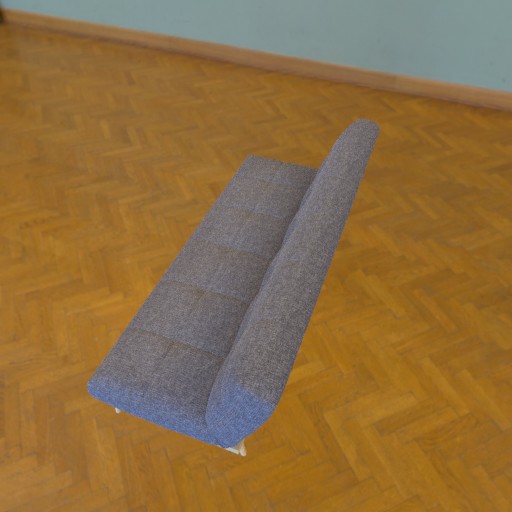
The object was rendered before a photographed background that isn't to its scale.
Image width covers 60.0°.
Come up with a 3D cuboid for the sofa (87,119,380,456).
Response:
[{"bbox_3d":[0.000,0.000,2.262,0.820,0.770,1.820,16,48,14],"label":"sofa"}]
